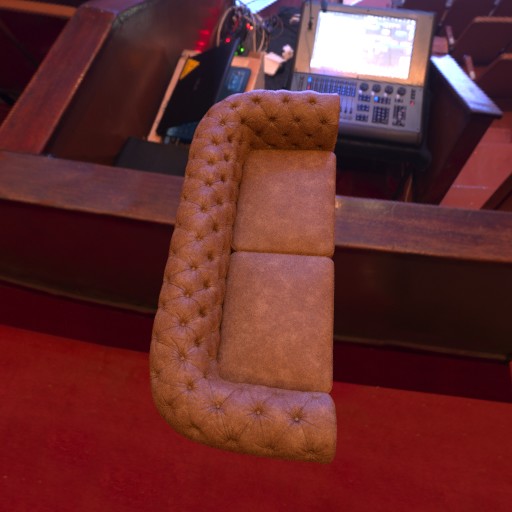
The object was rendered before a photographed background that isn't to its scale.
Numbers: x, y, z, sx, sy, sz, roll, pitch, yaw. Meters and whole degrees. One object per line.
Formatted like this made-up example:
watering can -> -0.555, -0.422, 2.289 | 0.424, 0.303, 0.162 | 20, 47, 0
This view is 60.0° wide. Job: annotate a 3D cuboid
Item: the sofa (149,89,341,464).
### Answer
sofa -> 0.000, 0.000, 2.853 | 0.989, 0.760, 2.365 | 5, 63, 2
